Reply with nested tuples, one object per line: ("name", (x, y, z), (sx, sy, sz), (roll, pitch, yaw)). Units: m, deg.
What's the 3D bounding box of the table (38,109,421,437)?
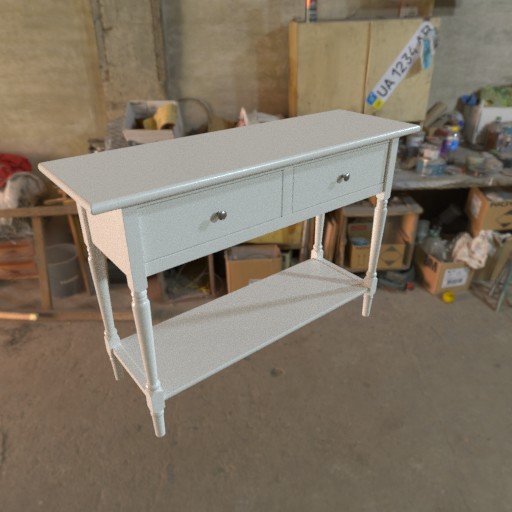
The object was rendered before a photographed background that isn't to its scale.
("table", (0.000, 0.000, 1.574), (1.191, 0.814, 0.386), (-21, 35, -33))
